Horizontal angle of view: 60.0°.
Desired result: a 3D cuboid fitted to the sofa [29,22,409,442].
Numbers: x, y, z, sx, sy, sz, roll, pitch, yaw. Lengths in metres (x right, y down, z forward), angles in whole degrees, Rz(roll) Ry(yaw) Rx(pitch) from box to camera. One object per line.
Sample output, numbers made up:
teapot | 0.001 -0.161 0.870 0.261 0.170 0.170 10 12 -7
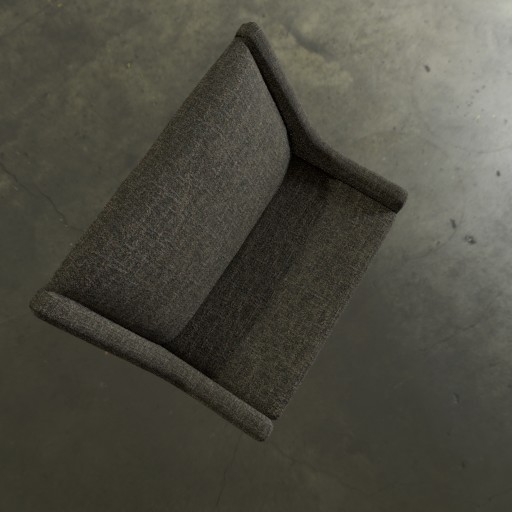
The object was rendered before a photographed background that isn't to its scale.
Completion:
sofa | 0.000 0.000 1.855 0.870 1.021 1.242 32 78 8
